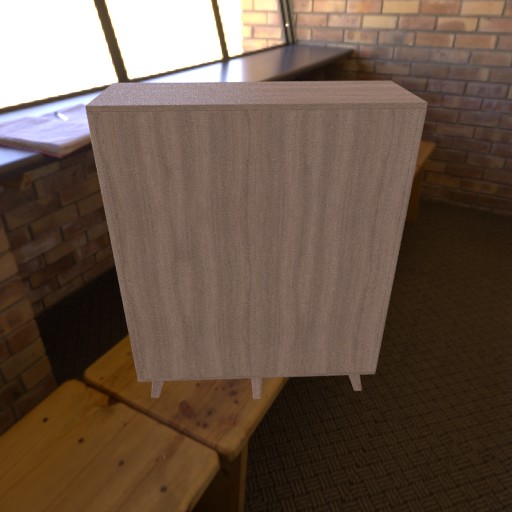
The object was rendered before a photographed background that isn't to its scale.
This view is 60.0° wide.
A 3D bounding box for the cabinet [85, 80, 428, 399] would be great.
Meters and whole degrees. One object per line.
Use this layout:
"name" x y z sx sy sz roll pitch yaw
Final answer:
"cabinet" 0.000 0.000 1.961 1.111 1.388 0.398 -1 31 -2
